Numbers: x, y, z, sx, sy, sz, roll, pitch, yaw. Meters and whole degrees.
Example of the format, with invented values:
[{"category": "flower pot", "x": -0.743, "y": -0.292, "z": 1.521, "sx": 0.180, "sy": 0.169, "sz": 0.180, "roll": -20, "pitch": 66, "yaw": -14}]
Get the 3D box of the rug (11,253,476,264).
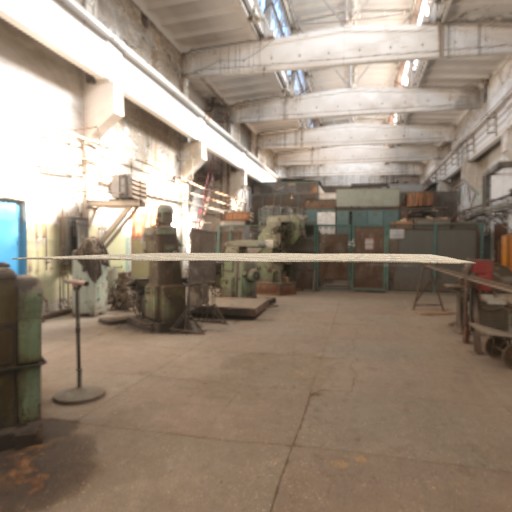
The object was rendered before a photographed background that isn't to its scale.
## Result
[{"category": "rug", "x": 0.000, "y": 0.000, "z": 2.665, "sx": 2.133, "sy": 0.013, "sz": 1.522, "roll": 0, "pitch": 1, "yaw": 16}]
